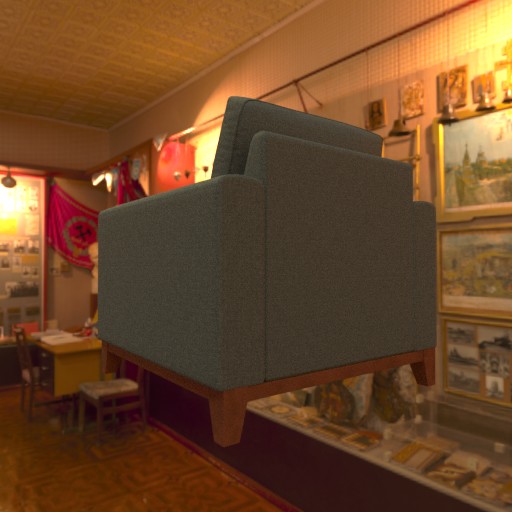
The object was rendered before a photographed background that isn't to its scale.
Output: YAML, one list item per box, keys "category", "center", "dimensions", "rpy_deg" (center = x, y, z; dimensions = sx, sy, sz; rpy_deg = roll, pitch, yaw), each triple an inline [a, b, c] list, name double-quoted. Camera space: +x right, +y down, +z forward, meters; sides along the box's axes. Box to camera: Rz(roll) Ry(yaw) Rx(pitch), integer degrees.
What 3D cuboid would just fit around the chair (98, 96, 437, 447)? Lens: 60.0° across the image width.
- category: "chair"
  center: [0.000, 0.000, 1.861]
  dimensions: [1.024, 1.010, 1.038]
  rpy_deg: [1, -1, -37]
